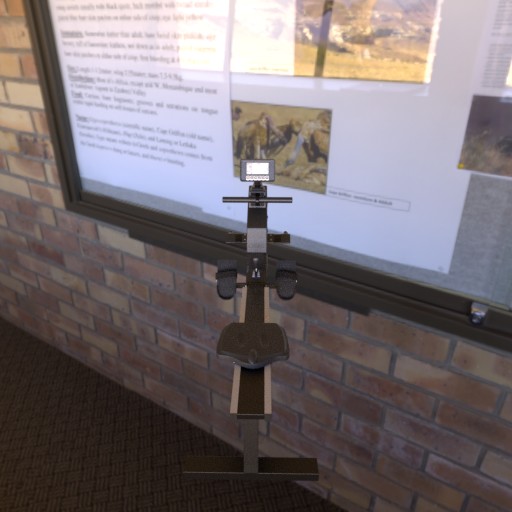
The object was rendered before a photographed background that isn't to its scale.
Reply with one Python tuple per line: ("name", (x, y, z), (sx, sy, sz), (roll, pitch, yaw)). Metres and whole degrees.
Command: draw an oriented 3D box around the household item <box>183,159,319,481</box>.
("household item", (0.000, 0.000, 2.535), (0.521, 0.810, 2.251), (0, 27, 1))
